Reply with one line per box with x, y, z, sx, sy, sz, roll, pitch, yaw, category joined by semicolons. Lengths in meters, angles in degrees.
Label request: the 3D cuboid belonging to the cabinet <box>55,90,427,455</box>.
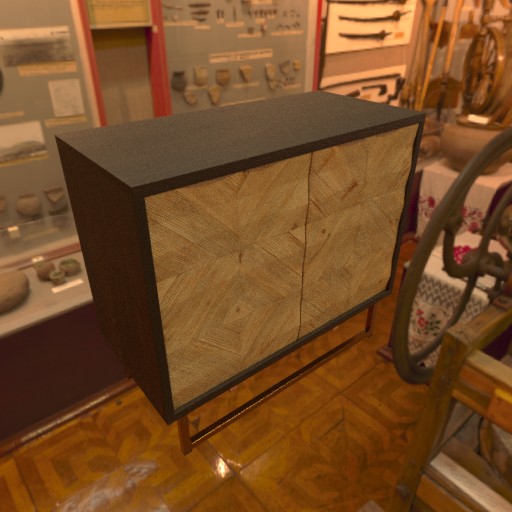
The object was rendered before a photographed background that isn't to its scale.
0.000;0.000;1.448;0.950;0.860;0.451;-22;37;-32;cabinet
